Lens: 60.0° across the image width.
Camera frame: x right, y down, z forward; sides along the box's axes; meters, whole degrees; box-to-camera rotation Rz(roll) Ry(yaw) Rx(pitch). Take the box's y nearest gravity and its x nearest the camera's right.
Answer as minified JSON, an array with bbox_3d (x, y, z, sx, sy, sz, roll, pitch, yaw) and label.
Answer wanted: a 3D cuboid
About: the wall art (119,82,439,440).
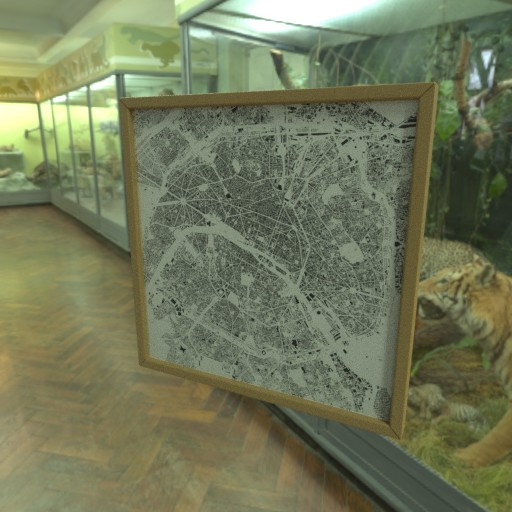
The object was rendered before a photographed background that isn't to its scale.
[{"bbox_3d":[0.000,0.000,0.731,0.509,0.509,0.036,7,17,26],"label":"wall art"}]
